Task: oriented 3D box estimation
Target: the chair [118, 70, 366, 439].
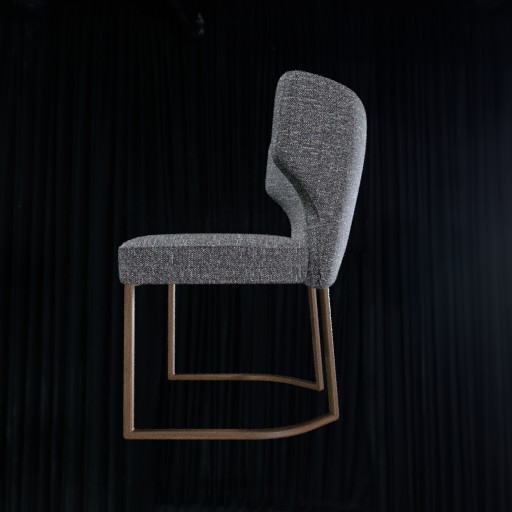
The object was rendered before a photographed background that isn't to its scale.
[{"bbox_3d":[0.000,0.000,1.248,0.617,0.824,0.611,0,-1,0],"label":"chair"}]
